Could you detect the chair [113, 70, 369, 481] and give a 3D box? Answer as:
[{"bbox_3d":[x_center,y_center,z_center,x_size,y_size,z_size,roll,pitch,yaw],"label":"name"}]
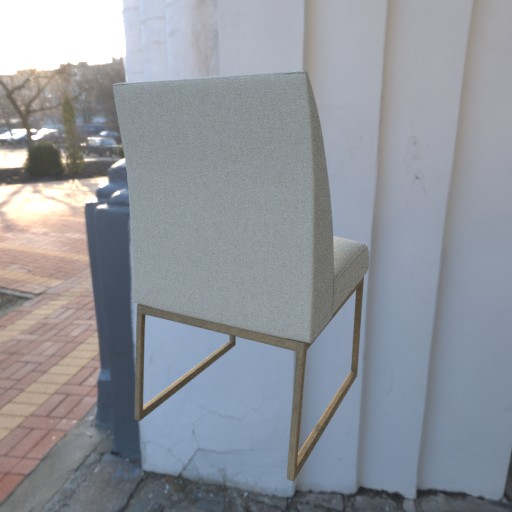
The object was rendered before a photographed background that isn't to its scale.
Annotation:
[{"bbox_3d":[0.000,0.000,1.209,0.508,0.863,0.522,8,17,27],"label":"chair"}]
